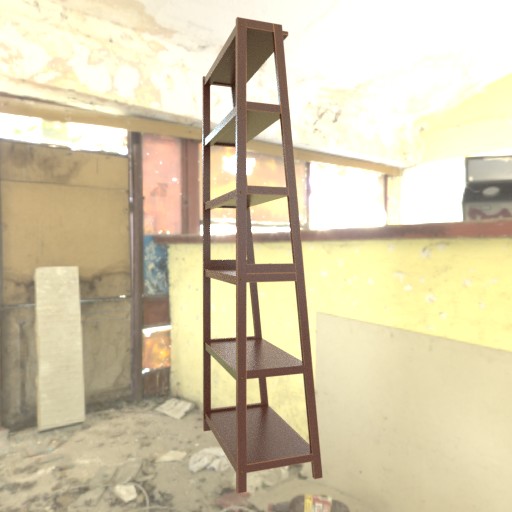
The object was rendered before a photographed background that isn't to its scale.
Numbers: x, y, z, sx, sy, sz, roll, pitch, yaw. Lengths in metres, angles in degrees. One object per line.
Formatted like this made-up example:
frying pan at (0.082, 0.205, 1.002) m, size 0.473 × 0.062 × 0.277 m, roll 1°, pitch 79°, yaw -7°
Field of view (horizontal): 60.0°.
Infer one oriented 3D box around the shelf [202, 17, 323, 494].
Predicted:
shelf at (0.000, 0.000, 2.130) m, size 0.381 × 1.892 × 0.660 m, roll 0°, pitch 1°, yaw -19°
